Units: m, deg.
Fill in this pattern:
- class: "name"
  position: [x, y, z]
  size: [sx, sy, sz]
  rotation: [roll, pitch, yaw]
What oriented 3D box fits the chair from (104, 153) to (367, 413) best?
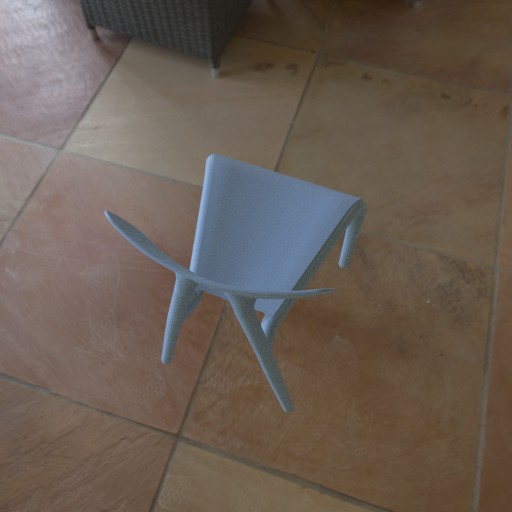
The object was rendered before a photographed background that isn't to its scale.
- class: "chair"
  position: [0.000, 0.000, 0.814]
  size: [0.356, 0.580, 0.401]
  rotation: [19, 66, 9]
